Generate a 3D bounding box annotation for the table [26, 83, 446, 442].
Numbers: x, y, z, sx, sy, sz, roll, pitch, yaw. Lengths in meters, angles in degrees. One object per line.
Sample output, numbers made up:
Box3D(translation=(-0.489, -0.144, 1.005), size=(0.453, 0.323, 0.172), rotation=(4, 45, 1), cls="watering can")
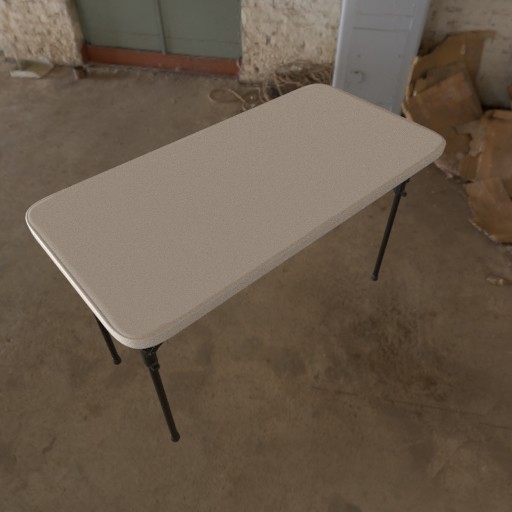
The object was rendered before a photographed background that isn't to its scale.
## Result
Box3D(translation=(0.000, 0.000, 1.595), size=(1.219, 0.729, 0.610), rotation=(-32, 54, -28), cls="table")
